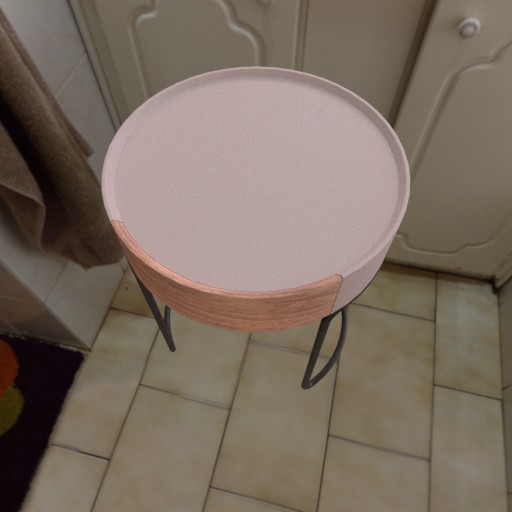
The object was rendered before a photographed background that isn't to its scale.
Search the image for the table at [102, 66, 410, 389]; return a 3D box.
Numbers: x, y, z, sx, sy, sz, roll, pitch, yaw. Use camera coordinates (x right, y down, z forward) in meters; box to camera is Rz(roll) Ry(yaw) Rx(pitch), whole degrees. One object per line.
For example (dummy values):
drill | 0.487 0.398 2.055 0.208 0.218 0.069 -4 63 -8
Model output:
table | 0.000 0.000 0.877 0.450 0.530 0.450 0 58 0
